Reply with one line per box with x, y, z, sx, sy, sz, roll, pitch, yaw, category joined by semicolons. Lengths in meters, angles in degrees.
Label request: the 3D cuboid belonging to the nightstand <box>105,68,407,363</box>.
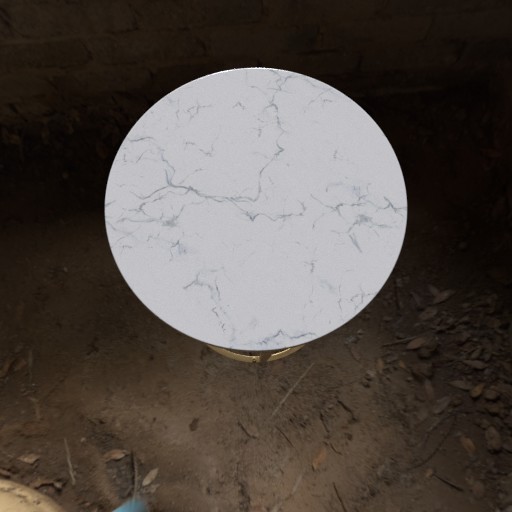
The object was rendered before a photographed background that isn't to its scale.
0.000;0.000;0.882;0.400;0.610;0.400;-39;78;-9;nightstand
